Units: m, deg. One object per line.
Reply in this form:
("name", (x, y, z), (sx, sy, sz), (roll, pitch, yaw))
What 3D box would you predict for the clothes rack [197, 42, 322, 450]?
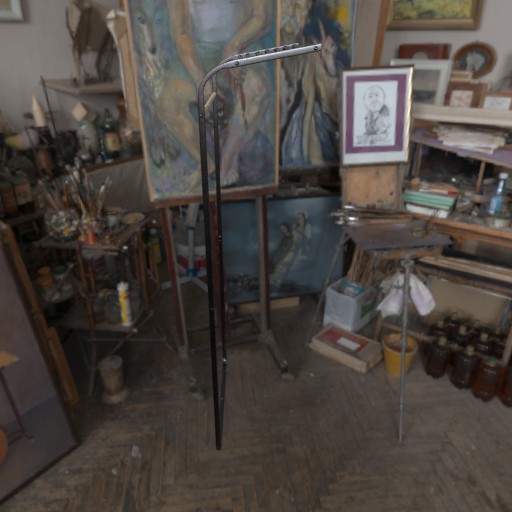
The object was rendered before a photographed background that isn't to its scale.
("clothes rack", (0.000, 0.000, 1.815), (0.349, 1.574, 0.609), (0, 26, -1))
